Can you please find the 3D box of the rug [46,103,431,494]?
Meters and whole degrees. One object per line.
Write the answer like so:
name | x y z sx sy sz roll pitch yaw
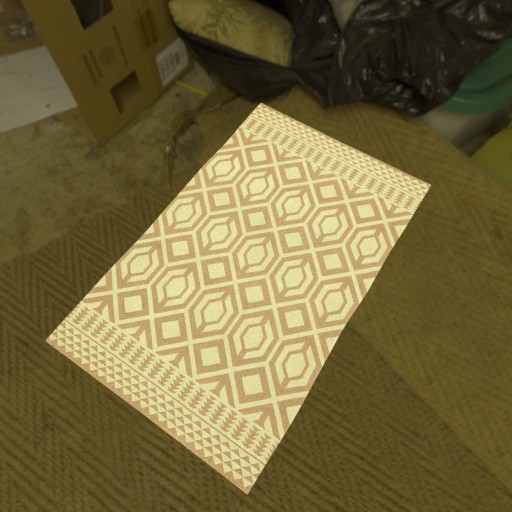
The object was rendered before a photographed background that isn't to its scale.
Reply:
rug | 0.000 0.000 3.023 1.526 0.011 2.435 31 67 15
